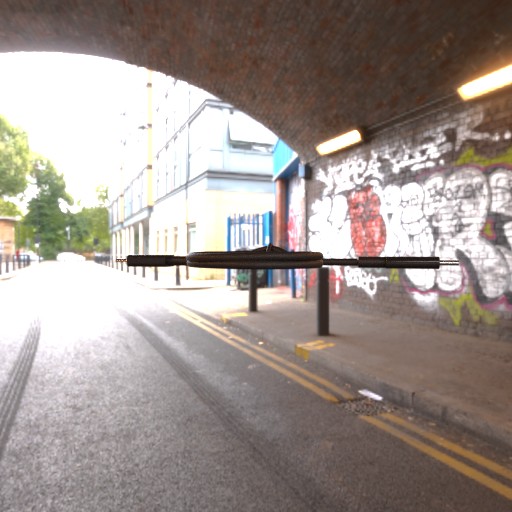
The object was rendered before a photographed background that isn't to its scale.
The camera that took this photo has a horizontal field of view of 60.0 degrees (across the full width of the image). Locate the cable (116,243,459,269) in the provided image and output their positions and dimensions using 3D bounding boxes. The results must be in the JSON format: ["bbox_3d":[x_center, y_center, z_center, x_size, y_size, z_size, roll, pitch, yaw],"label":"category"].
[{"bbox_3d":[0.000,0.000,0.221,0.192,0.014,0.070,0,1,17],"label":"cable"}]
